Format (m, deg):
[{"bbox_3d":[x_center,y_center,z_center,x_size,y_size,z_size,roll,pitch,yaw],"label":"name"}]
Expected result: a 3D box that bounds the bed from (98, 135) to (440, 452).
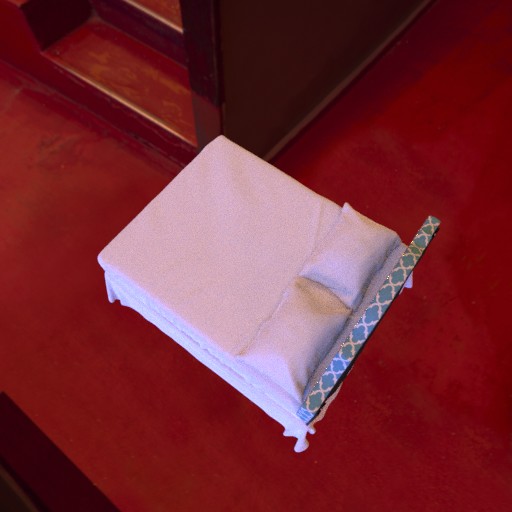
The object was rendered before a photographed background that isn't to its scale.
[{"bbox_3d":[0.000,0.000,3.387,2.222,1.633,1.780,34,68,15],"label":"bed"}]
